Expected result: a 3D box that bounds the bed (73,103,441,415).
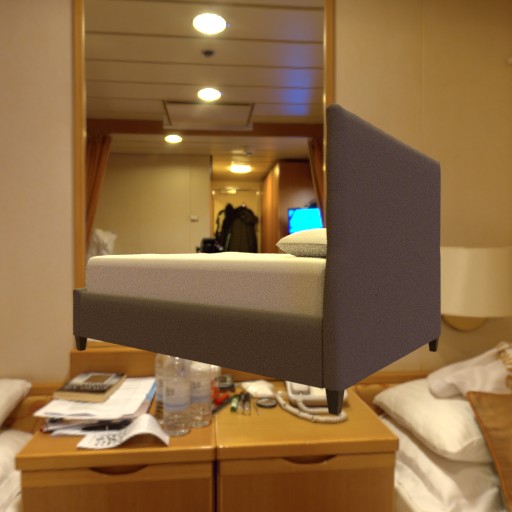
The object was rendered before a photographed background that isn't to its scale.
[{"bbox_3d":[0.000,0.000,3.330,2.233,1.426,1.696,1,1,37],"label":"bed"}]
